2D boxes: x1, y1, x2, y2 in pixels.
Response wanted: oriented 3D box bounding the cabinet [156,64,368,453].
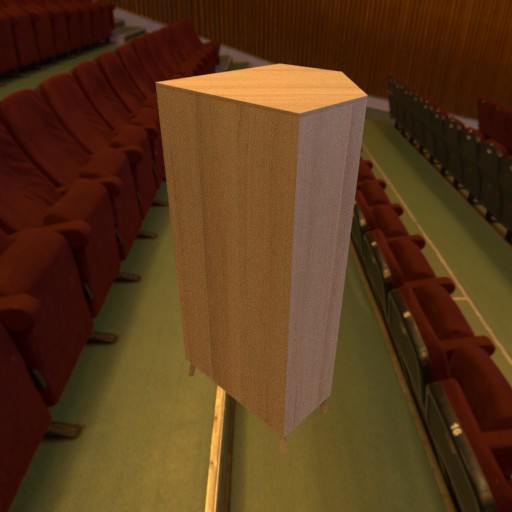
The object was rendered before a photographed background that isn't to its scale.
[{"bbox_3d":[0.000,0.000,2.645,0.969,1.957,1.272,0,31,0],"label":"cabinet"}]
